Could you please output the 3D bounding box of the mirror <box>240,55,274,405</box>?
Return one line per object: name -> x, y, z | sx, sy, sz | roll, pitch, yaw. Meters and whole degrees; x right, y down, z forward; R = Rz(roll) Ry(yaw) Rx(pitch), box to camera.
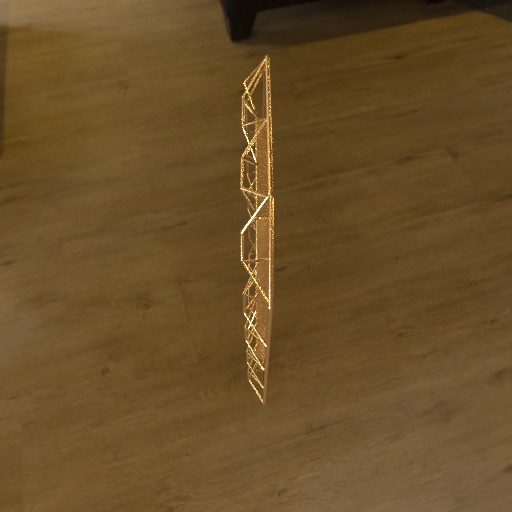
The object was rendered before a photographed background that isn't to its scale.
mirror -> 0.000, 0.000, 1.086 | 0.051, 0.870, 0.572 | 0, 59, 0
